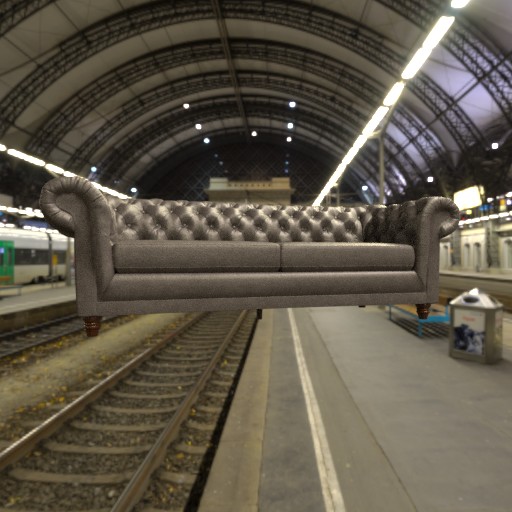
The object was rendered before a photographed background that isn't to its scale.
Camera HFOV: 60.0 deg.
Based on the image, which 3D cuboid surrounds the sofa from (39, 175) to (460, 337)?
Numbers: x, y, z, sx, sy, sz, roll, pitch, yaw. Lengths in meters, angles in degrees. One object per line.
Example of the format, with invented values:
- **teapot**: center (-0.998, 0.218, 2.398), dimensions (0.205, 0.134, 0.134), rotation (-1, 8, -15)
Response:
- **sofa**: center (0.000, 0.000, 2.805), dimensions (2.385, 0.783, 0.944), rotation (0, 0, -18)
